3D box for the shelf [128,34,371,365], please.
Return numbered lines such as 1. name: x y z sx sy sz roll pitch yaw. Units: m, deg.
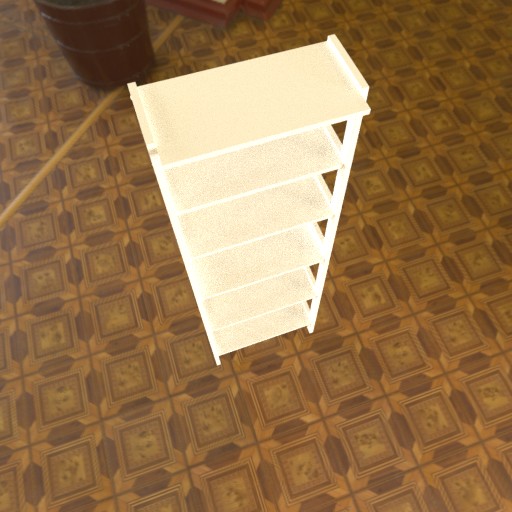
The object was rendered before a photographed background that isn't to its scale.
1. shelf: 0.000 0.000 2.086 0.660 1.892 0.381 -17 64 -9
